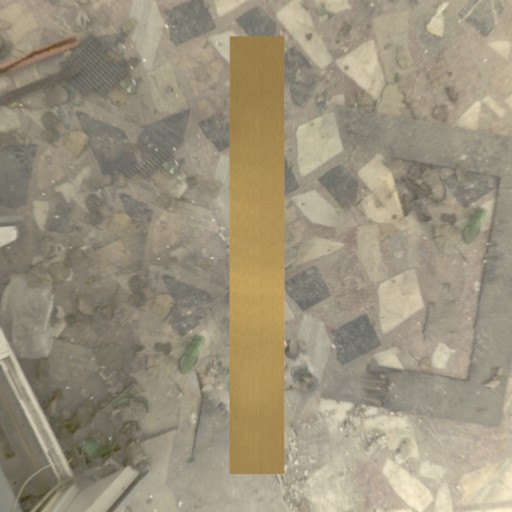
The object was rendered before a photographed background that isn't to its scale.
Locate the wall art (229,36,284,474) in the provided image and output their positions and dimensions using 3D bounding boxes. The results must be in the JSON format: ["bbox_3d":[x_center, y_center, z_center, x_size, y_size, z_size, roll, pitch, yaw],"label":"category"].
[{"bbox_3d":[0.000,0.000,0.460,0.038,0.305,0.304,0,90,0],"label":"wall art"}]
